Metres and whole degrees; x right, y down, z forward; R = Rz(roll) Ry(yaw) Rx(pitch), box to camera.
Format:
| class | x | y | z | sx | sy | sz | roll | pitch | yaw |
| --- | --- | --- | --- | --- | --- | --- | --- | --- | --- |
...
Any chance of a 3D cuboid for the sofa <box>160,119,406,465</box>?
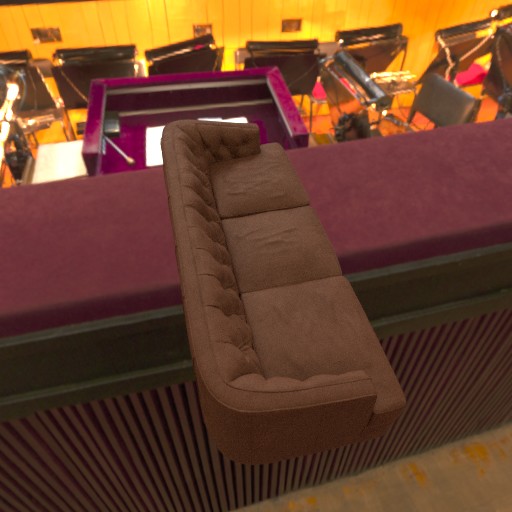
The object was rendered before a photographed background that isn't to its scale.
| class | x | y | z | sx | sy | sz | roll | pitch | yaw |
| --- | --- | --- | --- | --- | --- | --- | --- | --- | --- |
| sofa | 0.000 | 0.000 | 2.659 | 0.927 | 0.787 | 2.227 | -9 | 46 | -9 |
